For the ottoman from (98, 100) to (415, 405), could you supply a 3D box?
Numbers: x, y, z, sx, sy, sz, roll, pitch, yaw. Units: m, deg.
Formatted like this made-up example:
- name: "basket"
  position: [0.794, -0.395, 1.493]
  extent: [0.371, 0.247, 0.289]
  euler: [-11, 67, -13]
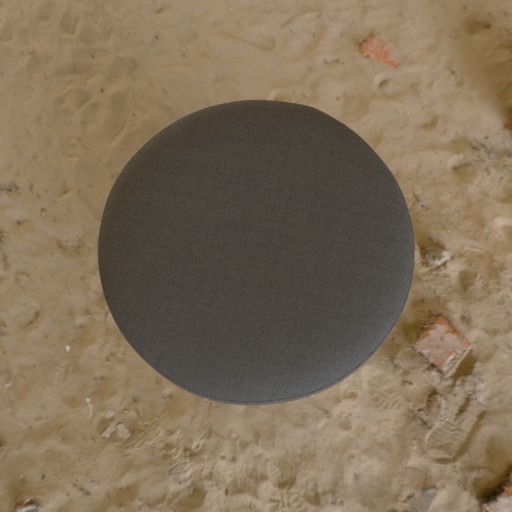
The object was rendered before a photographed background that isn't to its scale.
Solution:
- name: "ottoman"
  position: [0.000, 0.000, 1.222]
  extent: [0.772, 0.460, 0.772]
  euler: [0, 75, 0]
